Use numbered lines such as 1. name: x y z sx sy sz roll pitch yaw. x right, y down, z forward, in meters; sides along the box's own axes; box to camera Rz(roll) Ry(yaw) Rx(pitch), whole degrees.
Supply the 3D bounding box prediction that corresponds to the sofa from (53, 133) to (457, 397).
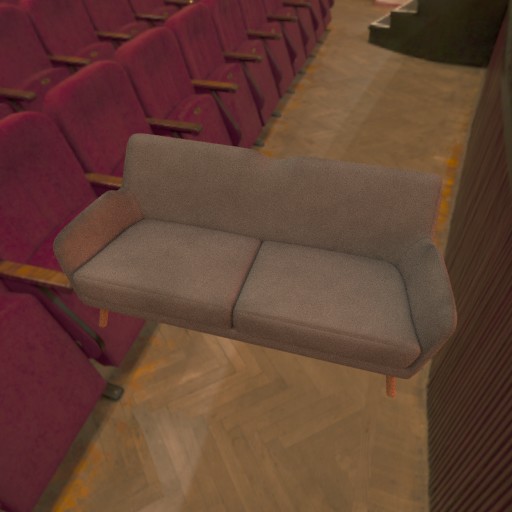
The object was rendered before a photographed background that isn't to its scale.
1. sofa: 0.000 0.000 2.306 1.870 0.810 0.850 11 42 12
